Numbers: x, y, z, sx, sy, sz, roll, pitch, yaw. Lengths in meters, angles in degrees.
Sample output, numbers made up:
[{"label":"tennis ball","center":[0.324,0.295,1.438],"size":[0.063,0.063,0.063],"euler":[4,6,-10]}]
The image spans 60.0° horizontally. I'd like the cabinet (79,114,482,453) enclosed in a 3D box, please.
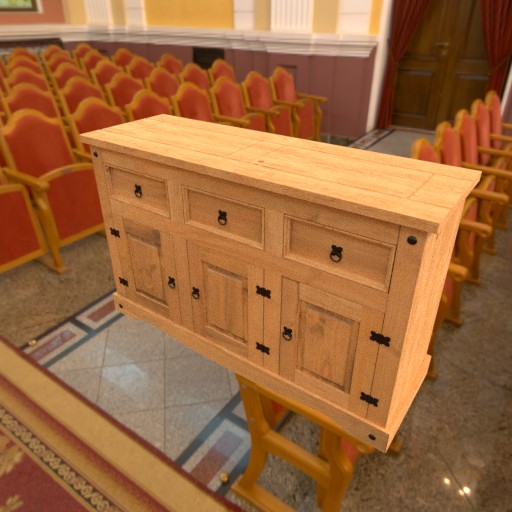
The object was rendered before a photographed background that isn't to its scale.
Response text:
[{"label":"cabinet","center":[0.000,0.000,1.682],"size":[1.321,0.810,0.432],"euler":[20,35,30]}]
